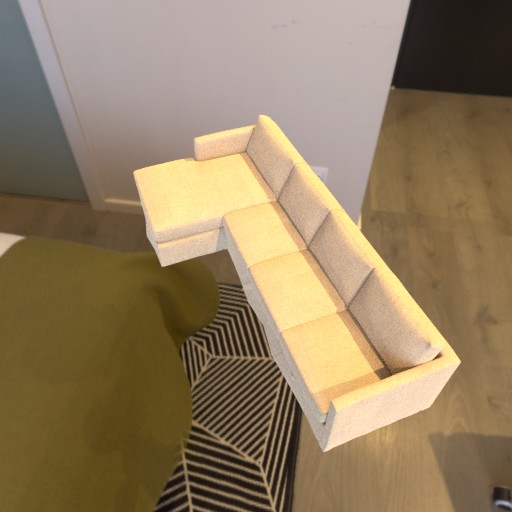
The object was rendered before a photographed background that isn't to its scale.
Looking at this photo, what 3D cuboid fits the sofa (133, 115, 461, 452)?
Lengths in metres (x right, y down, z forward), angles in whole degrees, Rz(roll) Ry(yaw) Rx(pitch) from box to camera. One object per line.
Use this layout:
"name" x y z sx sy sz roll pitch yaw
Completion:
"sofa" 0.000 0.000 3.887 1.650 0.922 3.205 -16 49 -14
